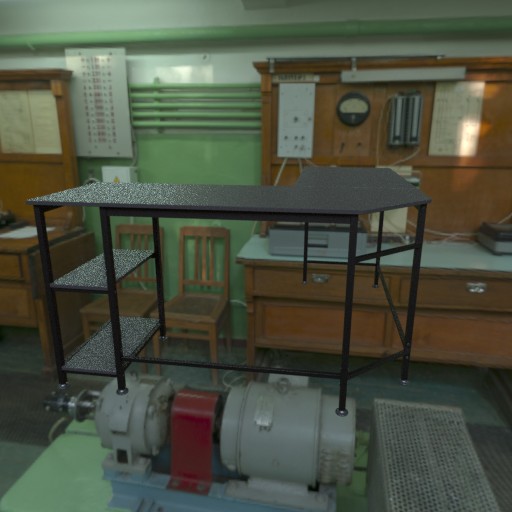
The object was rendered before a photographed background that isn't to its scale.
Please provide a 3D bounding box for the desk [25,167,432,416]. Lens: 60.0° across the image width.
[{"bbox_3d":[0.000,0.000,2.169,1.379,0.739,1.379,3,17,8],"label":"desk"}]
